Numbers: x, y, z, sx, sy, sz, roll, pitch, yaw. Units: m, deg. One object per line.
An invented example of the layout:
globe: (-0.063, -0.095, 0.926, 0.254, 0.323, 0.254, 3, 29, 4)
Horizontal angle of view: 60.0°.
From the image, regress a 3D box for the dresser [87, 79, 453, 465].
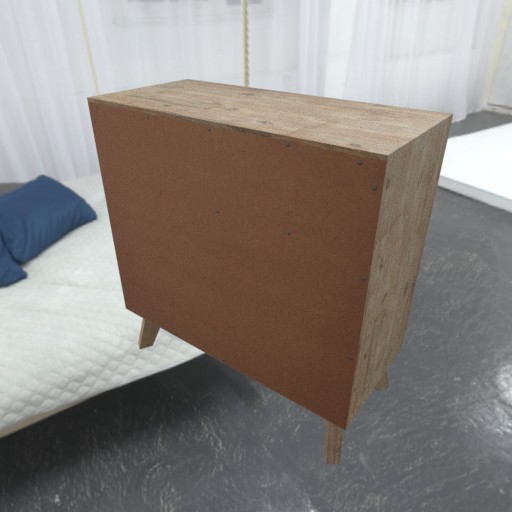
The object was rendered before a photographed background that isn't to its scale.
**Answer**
dresser: (0.000, 0.000, 1.563, 0.998, 1.029, 0.455, 21, 36, 31)
